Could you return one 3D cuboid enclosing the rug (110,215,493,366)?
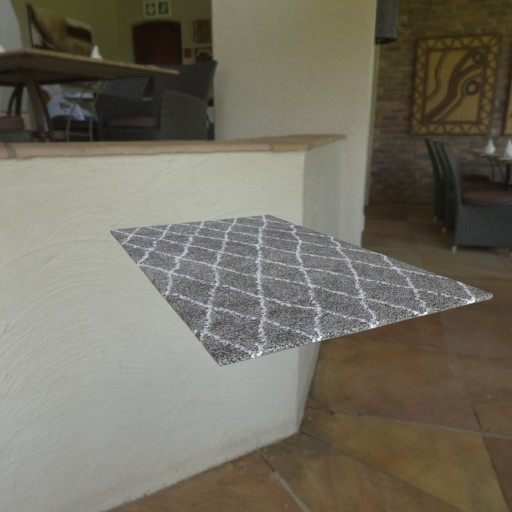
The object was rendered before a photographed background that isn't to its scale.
[{"bbox_3d":[0.000,0.000,2.999,1.524,0.030,2.438,-8,18,-25],"label":"rug"}]
